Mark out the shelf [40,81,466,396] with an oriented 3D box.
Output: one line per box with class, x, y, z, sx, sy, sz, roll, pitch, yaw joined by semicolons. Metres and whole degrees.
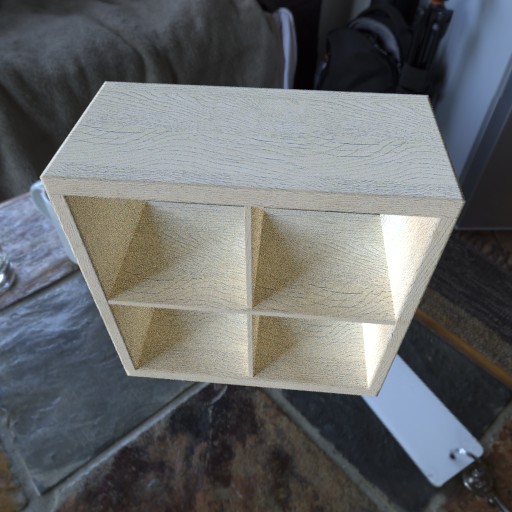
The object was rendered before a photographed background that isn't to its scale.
shelf;0.000;0.000;1.239;0.790;0.786;0.390;4;47;3
